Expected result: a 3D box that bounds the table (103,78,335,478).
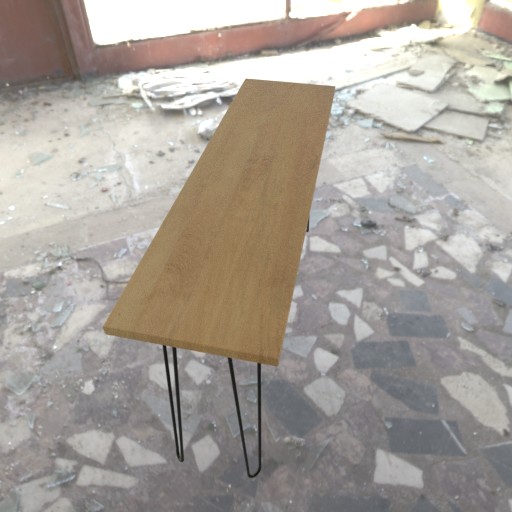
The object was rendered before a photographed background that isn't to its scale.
[{"bbox_3d":[0.000,0.000,1.727,0.399,0.799,1.400,9,45,9],"label":"table"}]
